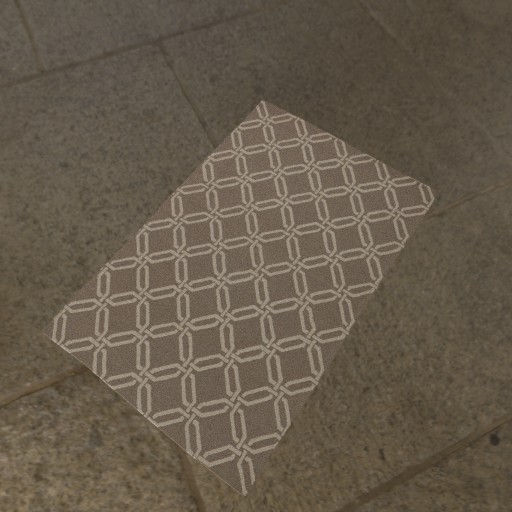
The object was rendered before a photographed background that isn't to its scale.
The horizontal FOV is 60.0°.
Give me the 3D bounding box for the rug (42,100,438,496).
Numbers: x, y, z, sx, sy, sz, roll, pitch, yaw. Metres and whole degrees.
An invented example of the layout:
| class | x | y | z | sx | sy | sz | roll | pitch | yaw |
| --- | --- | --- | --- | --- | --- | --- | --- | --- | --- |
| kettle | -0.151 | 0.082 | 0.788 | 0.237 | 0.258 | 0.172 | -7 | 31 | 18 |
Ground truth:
| class | x | y | z | sx | sy | sz | roll | pitch | yaw |
| --- | --- | --- | --- | --- | --- | --- | --- | --- | --- |
| rug | 0.000 | 0.000 | 2.163 | 1.142 | 0.010 | 1.748 | 32 | 68 | 15 |
